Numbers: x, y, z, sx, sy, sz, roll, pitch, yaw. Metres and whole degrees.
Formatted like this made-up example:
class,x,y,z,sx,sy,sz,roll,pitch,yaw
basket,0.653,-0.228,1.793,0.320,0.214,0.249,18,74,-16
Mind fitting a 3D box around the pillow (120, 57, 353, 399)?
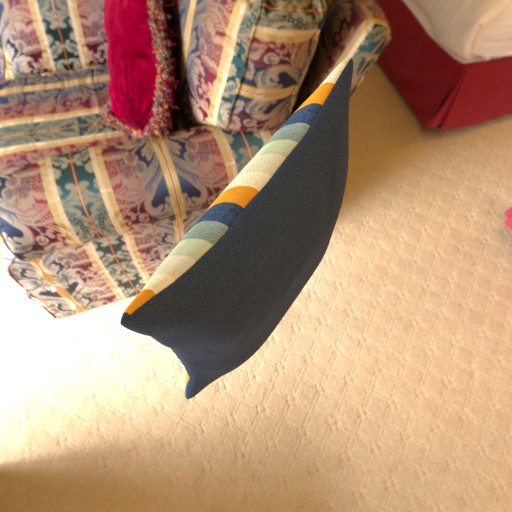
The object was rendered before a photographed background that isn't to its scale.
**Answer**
class,x,y,z,sx,sy,sz,roll,pitch,yaw
pillow,0.000,0.000,0.719,0.173,0.454,0.463,31,67,15
